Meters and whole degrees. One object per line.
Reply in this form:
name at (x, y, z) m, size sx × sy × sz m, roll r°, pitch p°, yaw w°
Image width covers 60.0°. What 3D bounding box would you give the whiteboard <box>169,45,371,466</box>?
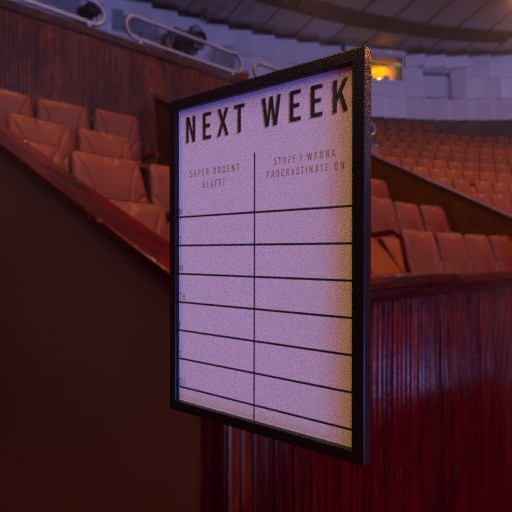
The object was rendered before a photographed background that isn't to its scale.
whiteboard at (0.000, 0.000, 0.770) m, size 0.406 × 0.611 × 0.026 m, roll 0°, pitch 1°, yaw 36°
